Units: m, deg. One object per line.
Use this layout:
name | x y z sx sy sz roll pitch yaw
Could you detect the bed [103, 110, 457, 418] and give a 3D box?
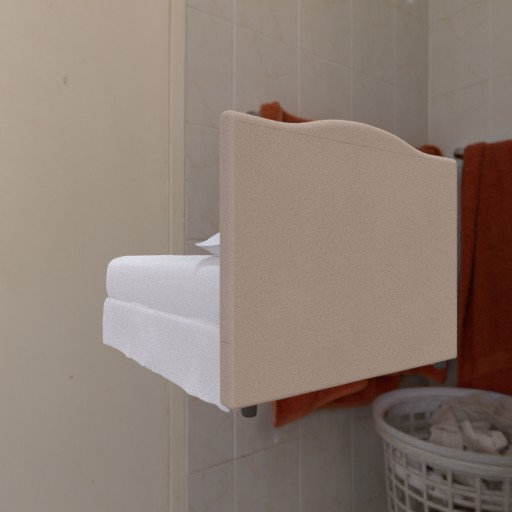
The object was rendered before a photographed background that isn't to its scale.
bed | 0.000 0.000 3.134 1.678 1.398 2.052 0 0 -35
